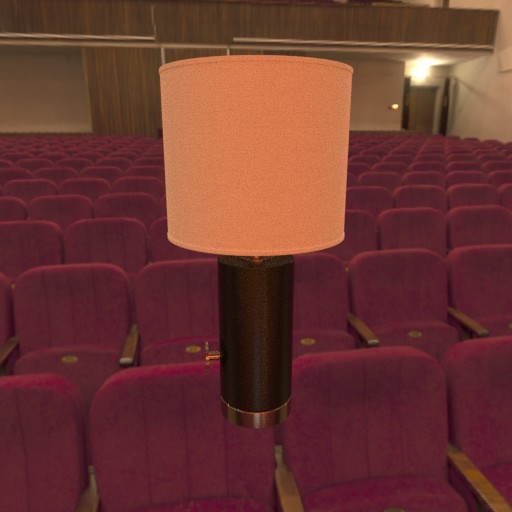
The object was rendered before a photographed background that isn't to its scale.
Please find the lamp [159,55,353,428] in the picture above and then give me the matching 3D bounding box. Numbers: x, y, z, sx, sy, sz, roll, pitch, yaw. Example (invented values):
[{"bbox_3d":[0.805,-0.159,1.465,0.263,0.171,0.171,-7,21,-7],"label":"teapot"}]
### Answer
[{"bbox_3d":[0.000,0.000,0.623,0.240,0.482,0.241,-2,15,-8],"label":"lamp"}]
